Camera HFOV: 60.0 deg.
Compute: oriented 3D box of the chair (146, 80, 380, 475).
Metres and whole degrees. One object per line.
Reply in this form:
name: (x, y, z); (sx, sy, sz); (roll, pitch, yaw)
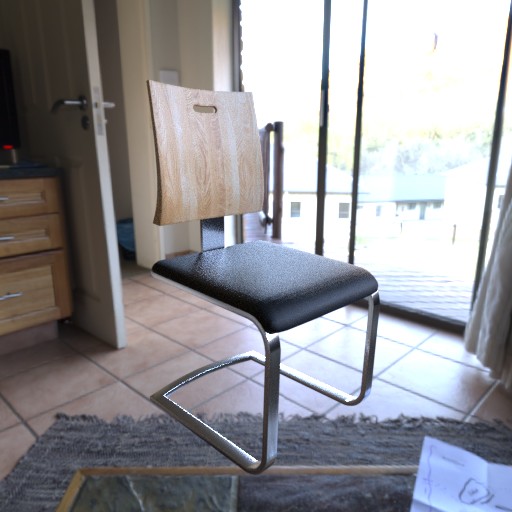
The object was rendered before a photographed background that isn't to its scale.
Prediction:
chair: (0.000, 0.000, 1.249); (0.462, 0.936, 0.560); (-13, 19, -43)
